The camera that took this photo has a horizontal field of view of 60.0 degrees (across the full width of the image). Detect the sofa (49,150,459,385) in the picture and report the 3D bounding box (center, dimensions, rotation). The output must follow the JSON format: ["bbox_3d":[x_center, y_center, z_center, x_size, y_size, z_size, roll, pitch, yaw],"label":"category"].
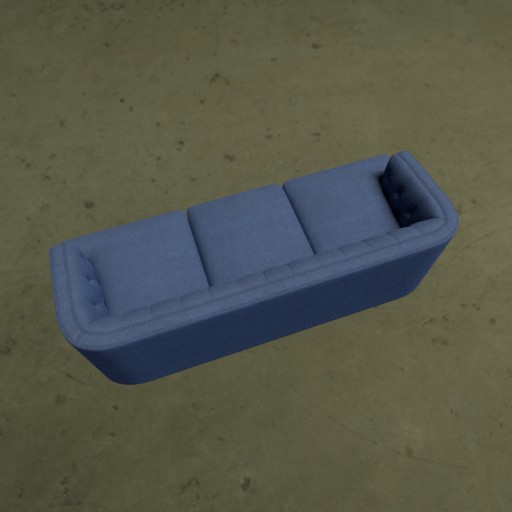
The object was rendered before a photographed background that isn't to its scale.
[{"bbox_3d":[0.000,0.000,2.706,2.235,0.787,0.914,-17,61,-9],"label":"sofa"}]
